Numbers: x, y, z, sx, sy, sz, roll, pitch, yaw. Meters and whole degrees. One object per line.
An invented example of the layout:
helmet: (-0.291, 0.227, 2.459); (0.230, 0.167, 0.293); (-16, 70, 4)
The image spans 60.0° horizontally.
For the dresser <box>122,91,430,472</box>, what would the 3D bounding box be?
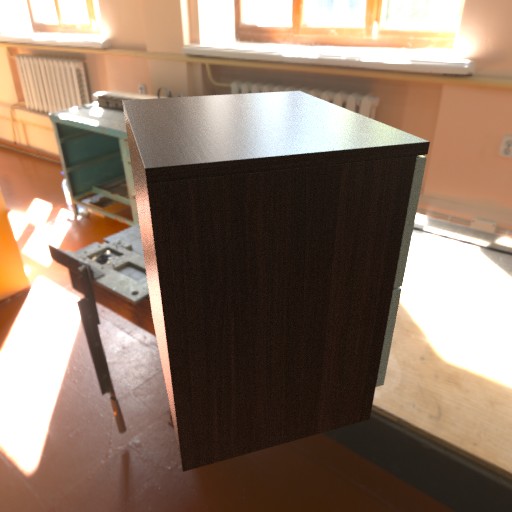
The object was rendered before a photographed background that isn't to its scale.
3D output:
dresser: (0.000, 0.000, 0.767); (0.360, 0.470, 0.400); (-9, 30, -16)
